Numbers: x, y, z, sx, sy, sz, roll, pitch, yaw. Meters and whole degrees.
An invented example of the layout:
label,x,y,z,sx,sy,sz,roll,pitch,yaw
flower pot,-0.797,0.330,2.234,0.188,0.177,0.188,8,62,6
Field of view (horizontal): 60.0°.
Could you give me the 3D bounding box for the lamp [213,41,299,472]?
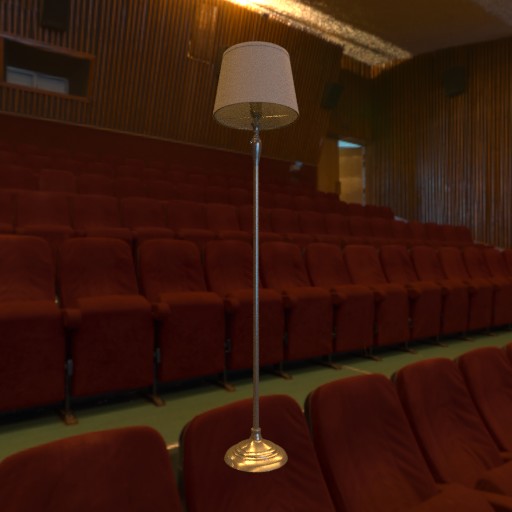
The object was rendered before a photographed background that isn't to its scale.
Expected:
label,x,y,z,sx,sy,sz,roll,pitch,yaw
lamp,0.000,0.000,1.672,0.327,1.506,0.327,1,-1,-36
